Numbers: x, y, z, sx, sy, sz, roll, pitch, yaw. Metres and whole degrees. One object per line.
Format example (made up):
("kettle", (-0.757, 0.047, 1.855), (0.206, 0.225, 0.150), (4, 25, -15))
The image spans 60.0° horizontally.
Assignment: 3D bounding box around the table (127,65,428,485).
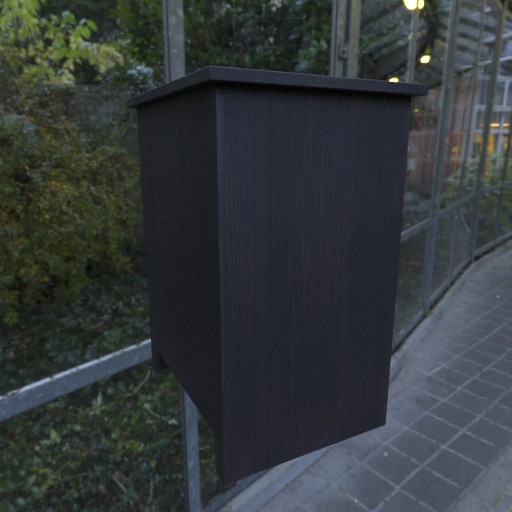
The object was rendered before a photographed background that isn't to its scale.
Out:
("table", (0.000, 0.000, 0.916), (0.381, 0.635, 0.480), (-7, 16, -27))
